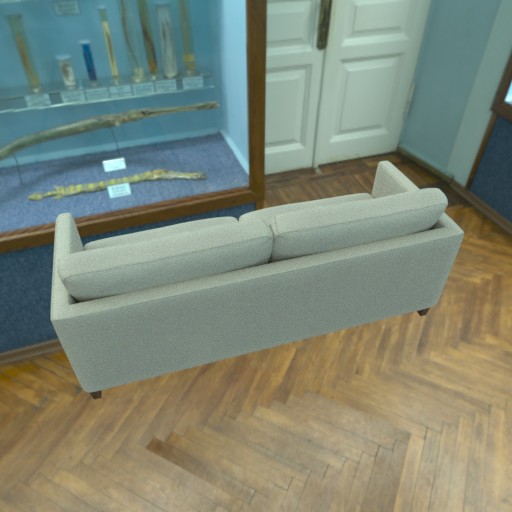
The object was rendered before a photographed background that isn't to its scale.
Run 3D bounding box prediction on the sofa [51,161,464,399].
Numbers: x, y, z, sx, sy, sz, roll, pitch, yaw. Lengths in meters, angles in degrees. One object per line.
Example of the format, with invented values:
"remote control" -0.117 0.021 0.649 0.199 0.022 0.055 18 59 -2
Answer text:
"sofa" 0.000 0.000 2.888 2.361 0.968 0.951 -11 43 -13
